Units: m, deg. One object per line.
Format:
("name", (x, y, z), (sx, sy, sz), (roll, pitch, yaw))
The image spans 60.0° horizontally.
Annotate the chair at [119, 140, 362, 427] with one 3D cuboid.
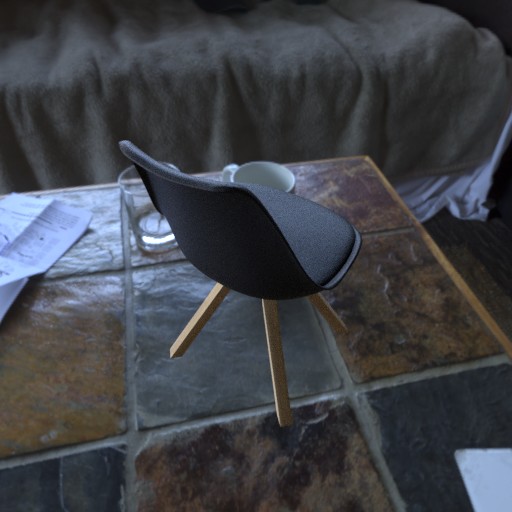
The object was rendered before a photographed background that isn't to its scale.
("chair", (0.000, 0.000, 1.169), (0.485, 0.850, 0.549), (25, 50, 23))
